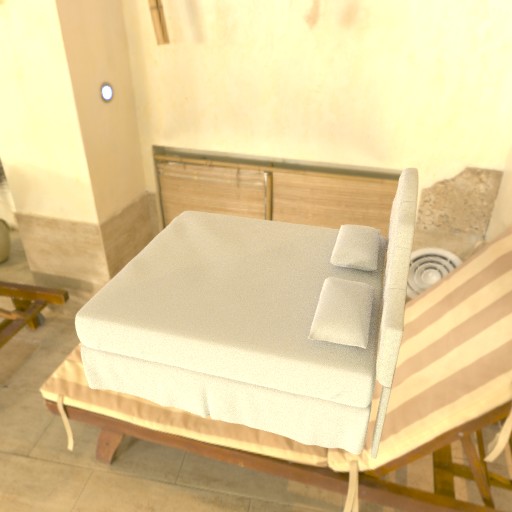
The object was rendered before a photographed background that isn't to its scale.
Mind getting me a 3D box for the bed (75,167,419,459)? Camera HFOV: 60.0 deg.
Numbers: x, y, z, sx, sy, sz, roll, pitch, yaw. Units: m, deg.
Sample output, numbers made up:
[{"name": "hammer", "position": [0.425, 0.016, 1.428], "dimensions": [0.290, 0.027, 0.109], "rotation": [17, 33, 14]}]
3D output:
[{"name": "bed", "position": [0.000, 0.000, 3.563], "dimensions": [2.214, 1.615, 2.008], "rotation": [8, 31, 14]}]
